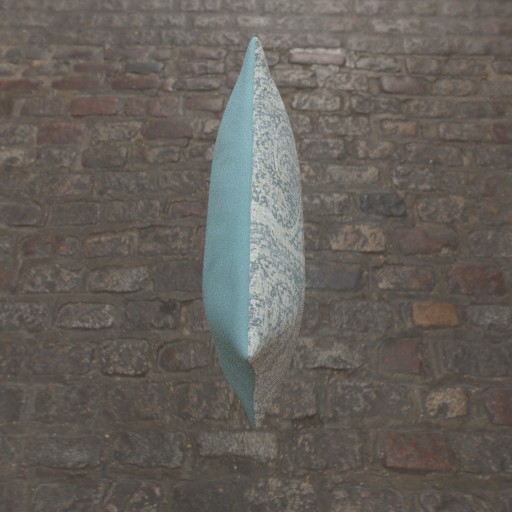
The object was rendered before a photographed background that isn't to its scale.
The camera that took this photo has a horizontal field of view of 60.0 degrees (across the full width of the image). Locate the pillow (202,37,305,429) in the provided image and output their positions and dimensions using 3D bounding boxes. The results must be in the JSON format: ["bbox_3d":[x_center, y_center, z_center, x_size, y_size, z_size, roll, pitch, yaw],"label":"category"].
[{"bbox_3d":[0.000,0.000,0.804,0.166,0.507,0.526,1,61,0],"label":"pillow"}]
